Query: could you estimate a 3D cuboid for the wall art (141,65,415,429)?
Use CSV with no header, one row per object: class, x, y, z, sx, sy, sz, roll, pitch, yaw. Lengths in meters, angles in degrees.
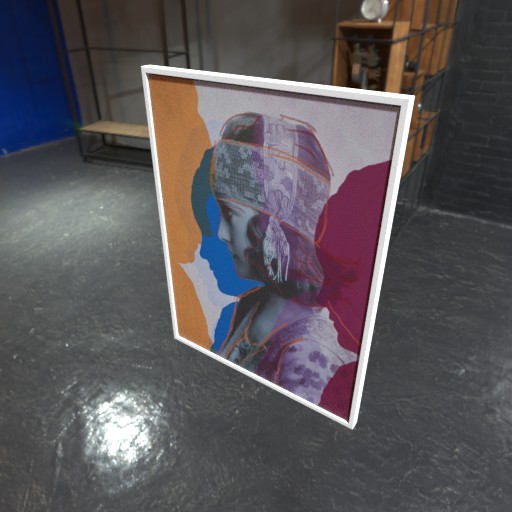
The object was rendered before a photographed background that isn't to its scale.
wall art,0.000,0.000,1.395,0.795,1.050,0.039,19,36,29
